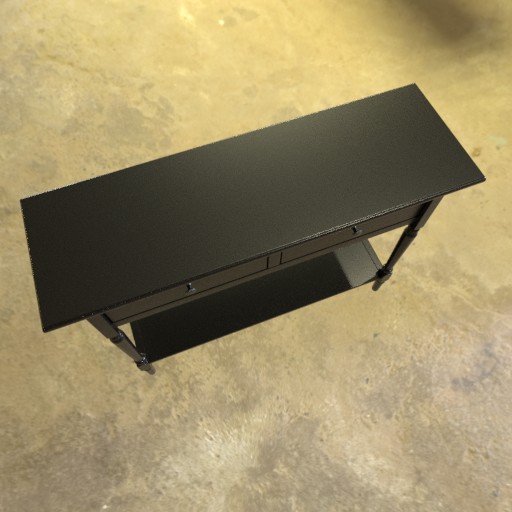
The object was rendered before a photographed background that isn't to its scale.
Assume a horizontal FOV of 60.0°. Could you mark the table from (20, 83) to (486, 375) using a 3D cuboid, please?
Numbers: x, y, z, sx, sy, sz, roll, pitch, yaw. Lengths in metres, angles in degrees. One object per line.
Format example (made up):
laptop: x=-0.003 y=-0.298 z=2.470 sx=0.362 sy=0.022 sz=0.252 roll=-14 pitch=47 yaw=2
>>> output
table: x=0.000 y=0.000 z=1.546 sx=1.191 sy=0.819 sz=0.386 roll=-19 pitch=65 yaw=-9
